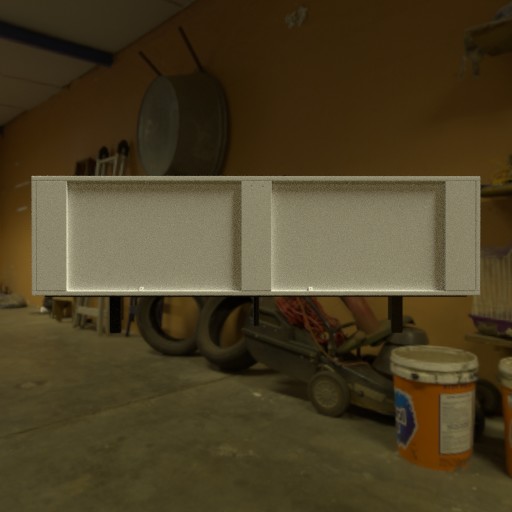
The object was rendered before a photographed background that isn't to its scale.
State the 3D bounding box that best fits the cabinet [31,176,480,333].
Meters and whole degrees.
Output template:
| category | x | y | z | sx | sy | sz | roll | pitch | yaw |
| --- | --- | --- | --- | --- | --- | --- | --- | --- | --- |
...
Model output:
| category | x | y | z | sx | sy | sz | roll | pitch | yaw |
| --- | --- | --- | --- | --- | --- | --- | --- | --- | --- |
| cabinet | 0.000 | 0.000 | 1.696 | 1.499 | 0.533 | 0.431 | 0 | 0 | 0 |
